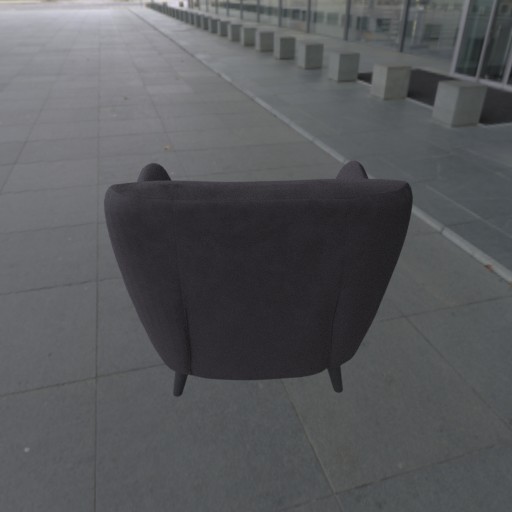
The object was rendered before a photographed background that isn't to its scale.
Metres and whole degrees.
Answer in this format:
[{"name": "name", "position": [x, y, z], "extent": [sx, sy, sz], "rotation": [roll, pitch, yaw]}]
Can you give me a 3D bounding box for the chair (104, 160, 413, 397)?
[{"name": "chair", "position": [0.000, 0.000, 1.502], "extent": [0.840, 0.807, 0.819], "rotation": [-1, 31, -2]}]
